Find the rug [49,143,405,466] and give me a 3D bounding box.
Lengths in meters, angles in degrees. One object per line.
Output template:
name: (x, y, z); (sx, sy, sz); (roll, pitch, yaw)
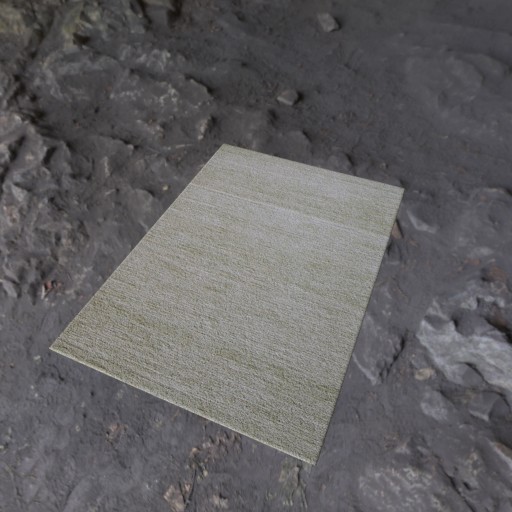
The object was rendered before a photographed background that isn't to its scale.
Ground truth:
rug: (0.000, 0.000, 3.030); (1.606, 0.017, 2.270); (18, 50, 16)
